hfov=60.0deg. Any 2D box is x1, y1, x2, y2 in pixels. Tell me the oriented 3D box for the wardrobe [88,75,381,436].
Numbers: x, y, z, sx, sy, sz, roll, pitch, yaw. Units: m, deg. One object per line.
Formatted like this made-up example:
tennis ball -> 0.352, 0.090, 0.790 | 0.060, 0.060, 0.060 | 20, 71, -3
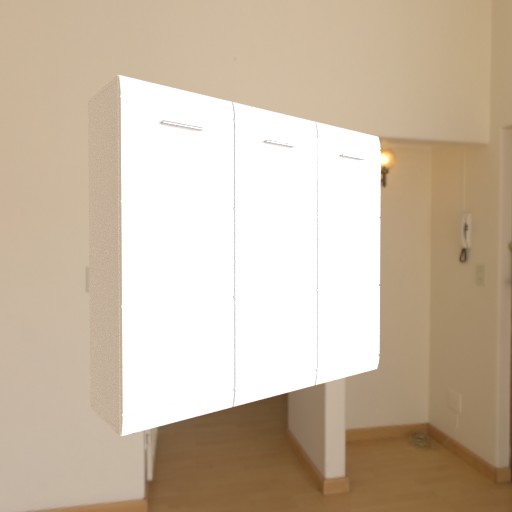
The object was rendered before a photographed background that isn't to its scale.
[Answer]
wardrobe -> 0.000, 0.000, 1.968 | 1.340, 1.200, 0.360 | -1, 1, -37
